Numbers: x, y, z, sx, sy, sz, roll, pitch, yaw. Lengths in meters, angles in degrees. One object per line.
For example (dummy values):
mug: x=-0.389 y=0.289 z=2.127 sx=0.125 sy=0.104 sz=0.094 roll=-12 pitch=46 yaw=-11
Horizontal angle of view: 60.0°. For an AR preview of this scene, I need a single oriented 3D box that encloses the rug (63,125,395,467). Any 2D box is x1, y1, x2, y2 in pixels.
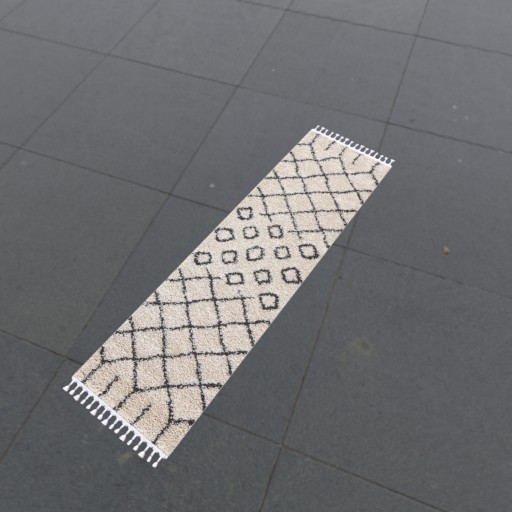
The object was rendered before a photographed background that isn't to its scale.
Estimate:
rug: x=0.000 y=0.000 z=2.696 sx=0.660 sy=0.005 sz=2.464 roll=31 pitch=62 yaw=19
